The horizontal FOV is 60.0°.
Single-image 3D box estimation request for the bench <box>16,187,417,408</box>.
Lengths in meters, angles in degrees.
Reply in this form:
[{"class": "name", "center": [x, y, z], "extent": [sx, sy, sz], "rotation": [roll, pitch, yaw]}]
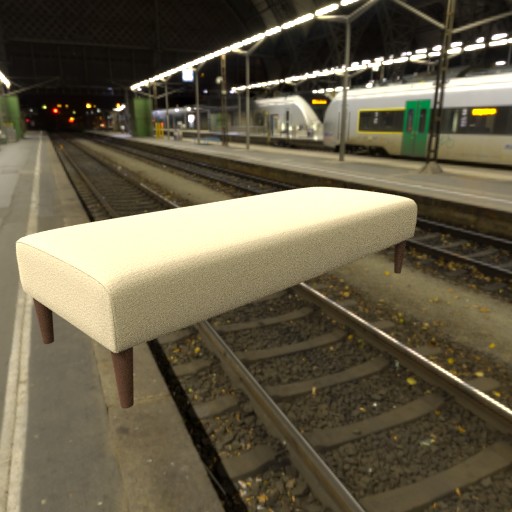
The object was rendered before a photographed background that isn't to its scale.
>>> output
[{"class": "bench", "center": [0.000, 0.000, 1.809], "extent": [0.646, 0.393, 1.609], "rotation": [16, 23, 42]}]
